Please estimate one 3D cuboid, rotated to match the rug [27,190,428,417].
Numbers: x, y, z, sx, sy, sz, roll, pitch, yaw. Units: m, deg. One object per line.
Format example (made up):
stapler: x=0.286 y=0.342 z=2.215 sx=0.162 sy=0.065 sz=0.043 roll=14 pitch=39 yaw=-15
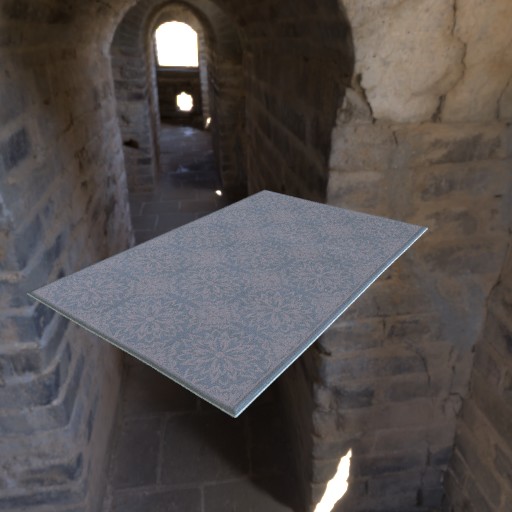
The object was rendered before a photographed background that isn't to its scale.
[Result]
rug: x=0.000 y=0.000 z=3.492 sx=1.819 sy=0.018 sz=2.746 roll=18 pitch=32 yaw=32
